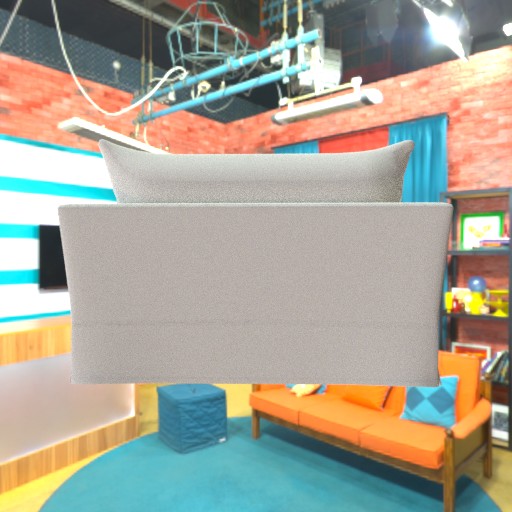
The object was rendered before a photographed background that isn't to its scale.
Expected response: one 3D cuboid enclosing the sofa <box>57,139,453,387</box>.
[{"bbox_3d":[0.000,0.000,2.262,1.608,1.039,1.026,0,0,2],"label":"sofa"}]
